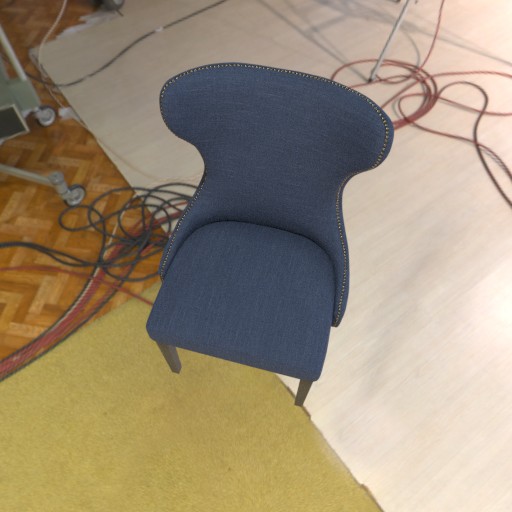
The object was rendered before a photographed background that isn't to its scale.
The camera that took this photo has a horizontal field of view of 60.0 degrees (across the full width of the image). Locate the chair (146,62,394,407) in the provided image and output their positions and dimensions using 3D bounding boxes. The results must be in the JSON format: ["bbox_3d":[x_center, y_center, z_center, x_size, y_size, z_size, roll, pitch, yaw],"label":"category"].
[{"bbox_3d":[0.000,0.000,1.419,0.628,0.967,0.635,13,60,8],"label":"chair"}]
